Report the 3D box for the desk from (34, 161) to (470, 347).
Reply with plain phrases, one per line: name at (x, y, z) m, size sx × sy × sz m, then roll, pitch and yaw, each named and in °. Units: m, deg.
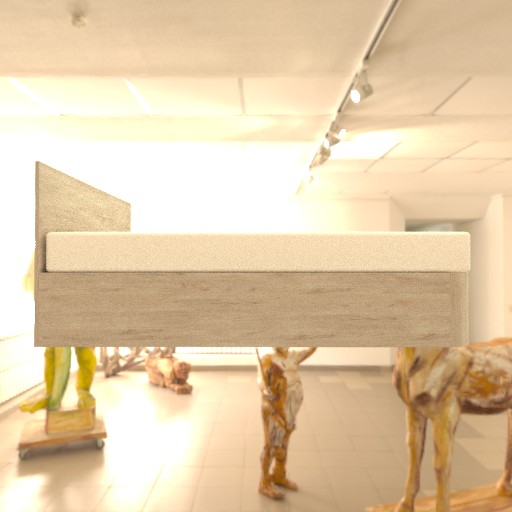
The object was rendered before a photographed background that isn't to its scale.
desk at (0.000, 0.000, 2.600) m, size 1.900 × 0.800 × 1.400 m, roll 0°, pitch -1°, yaw 0°
